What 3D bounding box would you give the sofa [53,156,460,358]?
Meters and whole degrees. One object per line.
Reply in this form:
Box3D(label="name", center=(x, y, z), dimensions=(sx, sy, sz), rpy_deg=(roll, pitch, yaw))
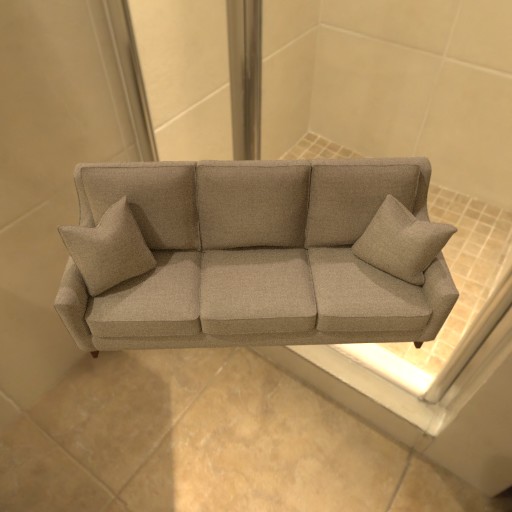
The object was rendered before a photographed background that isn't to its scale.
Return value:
Box3D(label="sofa", center=(0.000, 0.000, 2.513), dimensions=(2.031, 0.914, 0.865), rpy_deg=(-1, 48, -1))
